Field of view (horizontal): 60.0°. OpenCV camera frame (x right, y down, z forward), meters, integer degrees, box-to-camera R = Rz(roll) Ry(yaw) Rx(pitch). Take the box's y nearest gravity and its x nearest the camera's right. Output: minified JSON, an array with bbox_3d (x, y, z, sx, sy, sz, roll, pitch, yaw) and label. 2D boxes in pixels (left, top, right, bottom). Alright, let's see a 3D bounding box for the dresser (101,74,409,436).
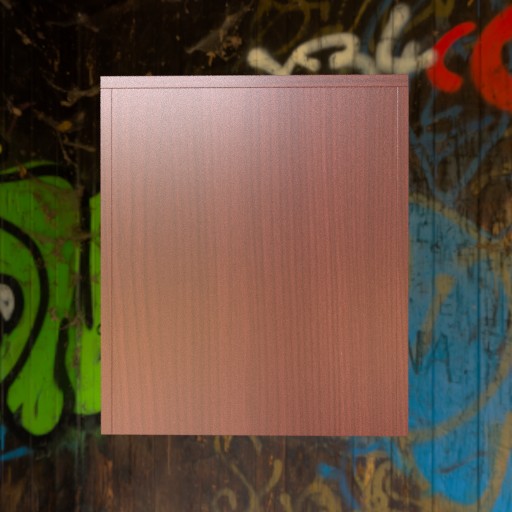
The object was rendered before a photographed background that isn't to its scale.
[{"bbox_3d":[0.000,0.000,0.756,0.400,0.470,0.360,0,0,1],"label":"dresser"}]
